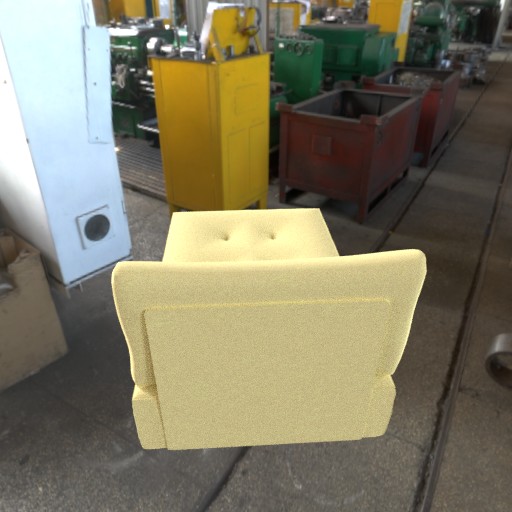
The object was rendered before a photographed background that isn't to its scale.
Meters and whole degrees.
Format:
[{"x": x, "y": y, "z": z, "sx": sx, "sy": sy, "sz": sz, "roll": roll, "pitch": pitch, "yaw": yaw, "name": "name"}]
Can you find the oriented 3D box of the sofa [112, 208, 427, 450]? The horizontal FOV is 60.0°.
[{"x": 0.000, "y": 0.000, "z": 2.045, "sx": 0.930, "sy": 0.820, "sz": 1.450, "roll": -2, "pitch": 32, "yaw": -3, "name": "sofa"}]
